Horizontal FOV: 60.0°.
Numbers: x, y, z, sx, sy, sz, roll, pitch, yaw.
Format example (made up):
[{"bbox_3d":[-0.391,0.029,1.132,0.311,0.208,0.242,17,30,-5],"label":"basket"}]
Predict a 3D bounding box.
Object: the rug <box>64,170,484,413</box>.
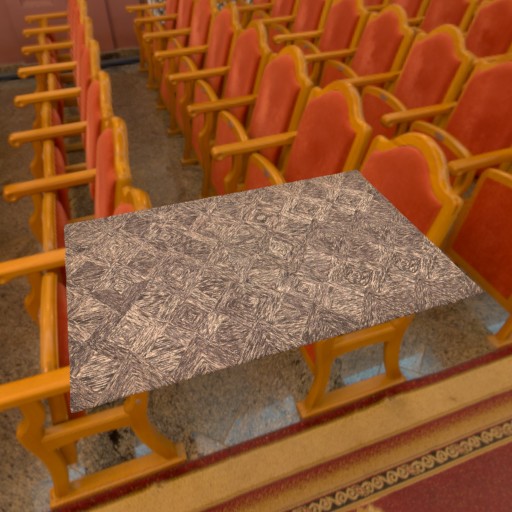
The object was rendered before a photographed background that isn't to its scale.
[{"bbox_3d":[0.000,0.000,2.221,1.808,0.011,1.189,-13,42,-15],"label":"rug"}]
